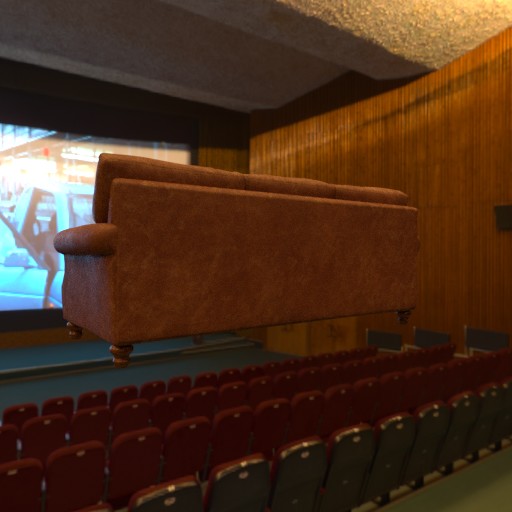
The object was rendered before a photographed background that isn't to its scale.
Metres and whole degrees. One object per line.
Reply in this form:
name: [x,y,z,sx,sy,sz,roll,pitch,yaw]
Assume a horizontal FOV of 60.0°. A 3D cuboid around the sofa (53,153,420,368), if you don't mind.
sofa: [0.000,0.000,2.903,2.351,0.977,0.973,0,1,-36]
